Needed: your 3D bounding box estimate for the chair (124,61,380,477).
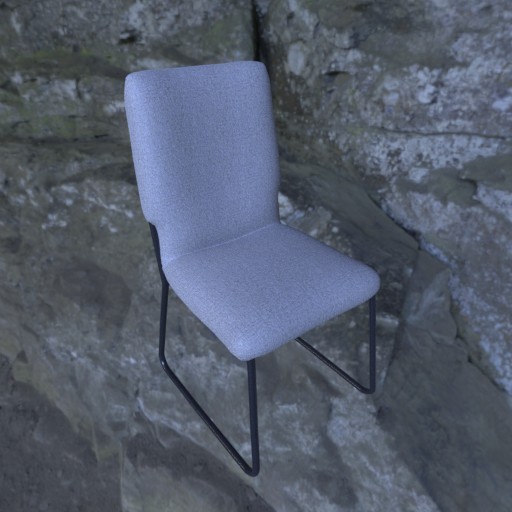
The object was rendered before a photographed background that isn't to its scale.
[{"bbox_3d":[0.000,0.000,1.143,0.448,0.864,0.560,-21,36,-31],"label":"chair"}]
